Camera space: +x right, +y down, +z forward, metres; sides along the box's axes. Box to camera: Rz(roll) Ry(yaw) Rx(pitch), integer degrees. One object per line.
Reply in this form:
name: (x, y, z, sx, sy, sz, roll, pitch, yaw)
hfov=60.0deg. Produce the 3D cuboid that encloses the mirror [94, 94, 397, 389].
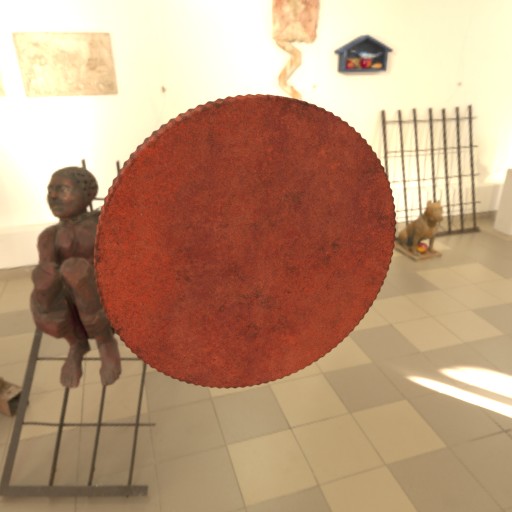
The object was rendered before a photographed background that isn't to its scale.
mirror: (0.000, 0.000, 0.887, 0.609, 0.609, 0.056, -7, 25, -16)
